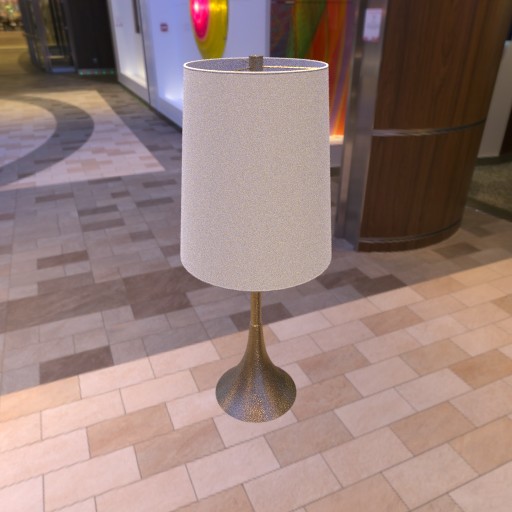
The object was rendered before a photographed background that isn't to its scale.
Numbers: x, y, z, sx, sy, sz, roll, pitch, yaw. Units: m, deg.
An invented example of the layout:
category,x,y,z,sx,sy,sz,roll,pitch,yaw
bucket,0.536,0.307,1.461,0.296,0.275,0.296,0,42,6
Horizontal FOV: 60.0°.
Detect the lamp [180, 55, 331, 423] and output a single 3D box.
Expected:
category,x,y,z,sx,sy,sz,roll,pitch,yaw
lamp,0.000,0.000,0.689,0.231,0.569,0.231,0,29,0
